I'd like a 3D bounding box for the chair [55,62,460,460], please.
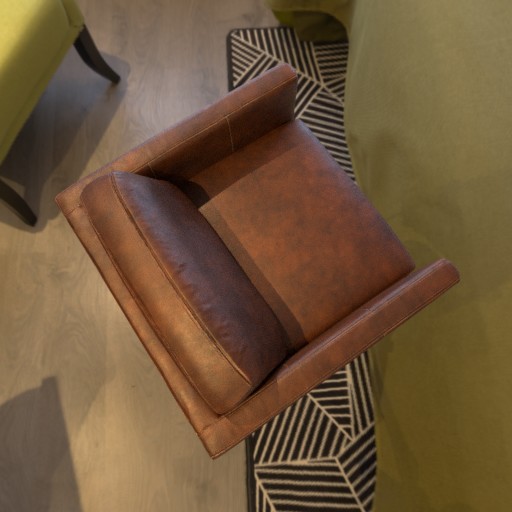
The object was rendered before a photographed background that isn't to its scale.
[{"bbox_3d":[0.000,0.000,1.697,0.975,0.864,0.990,-33,78,-8],"label":"chair"}]
